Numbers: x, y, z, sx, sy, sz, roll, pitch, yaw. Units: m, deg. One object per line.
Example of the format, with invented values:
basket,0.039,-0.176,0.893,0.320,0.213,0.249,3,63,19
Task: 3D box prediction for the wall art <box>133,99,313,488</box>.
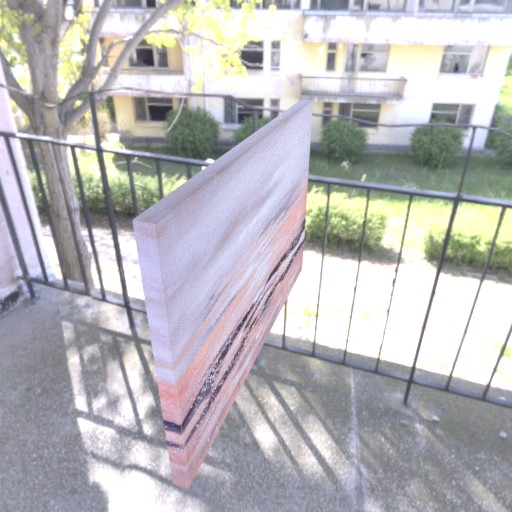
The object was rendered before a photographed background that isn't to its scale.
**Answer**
wall art,0.000,0.000,1.137,0.038,0.609,0.913,10,32,17
